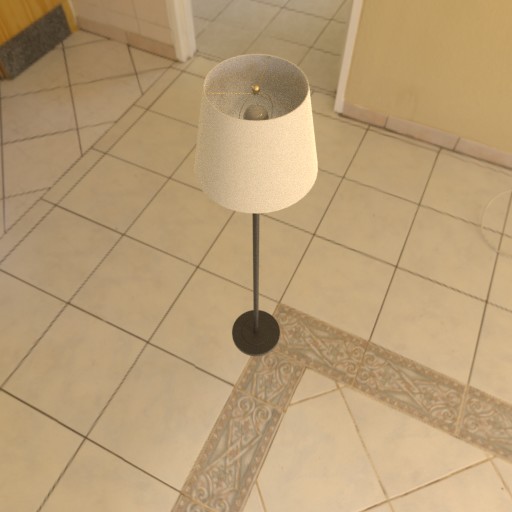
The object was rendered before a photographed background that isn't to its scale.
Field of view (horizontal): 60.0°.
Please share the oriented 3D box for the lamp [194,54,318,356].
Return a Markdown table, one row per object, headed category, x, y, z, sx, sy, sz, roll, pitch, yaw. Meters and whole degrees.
| category | x | y | z | sx | sy | sz | roll | pitch | yaw |
| --- | --- | --- | --- | --- | --- | --- | --- | --- | --- |
| lamp | 0.000 | 0.000 | 1.651 | 0.348 | 1.473 | 0.348 | 14 | 58 | 9 |
